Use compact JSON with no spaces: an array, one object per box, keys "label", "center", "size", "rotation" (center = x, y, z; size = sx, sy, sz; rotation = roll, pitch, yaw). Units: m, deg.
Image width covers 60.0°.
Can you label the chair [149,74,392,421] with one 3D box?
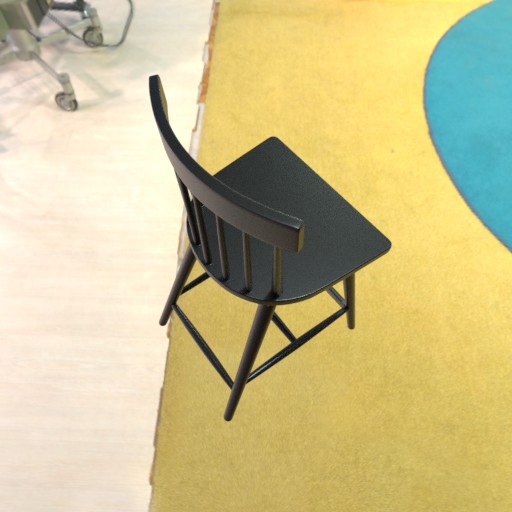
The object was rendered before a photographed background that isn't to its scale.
[{"label":"chair","center":[0.000,0.000,1.226],"size":[0.572,0.952,0.483],"rotation":[-33,64,-18]}]
